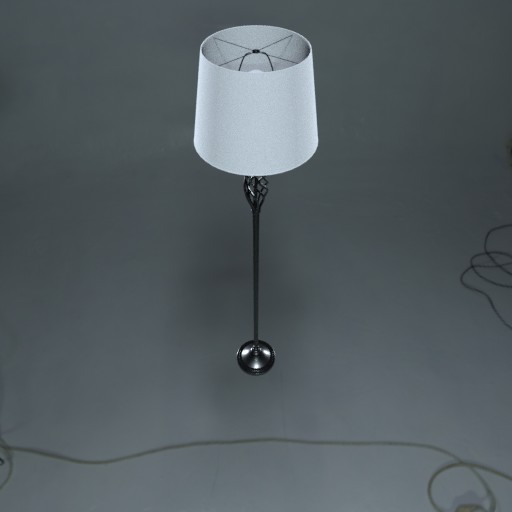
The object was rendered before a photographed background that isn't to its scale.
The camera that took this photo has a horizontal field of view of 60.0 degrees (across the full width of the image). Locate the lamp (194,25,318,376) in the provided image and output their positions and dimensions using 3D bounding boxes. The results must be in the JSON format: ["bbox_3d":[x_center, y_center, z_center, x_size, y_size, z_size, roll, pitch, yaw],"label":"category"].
[{"bbox_3d":[0.000,0.000,1.757,0.379,1.623,0.379,0,48,0],"label":"lamp"}]
